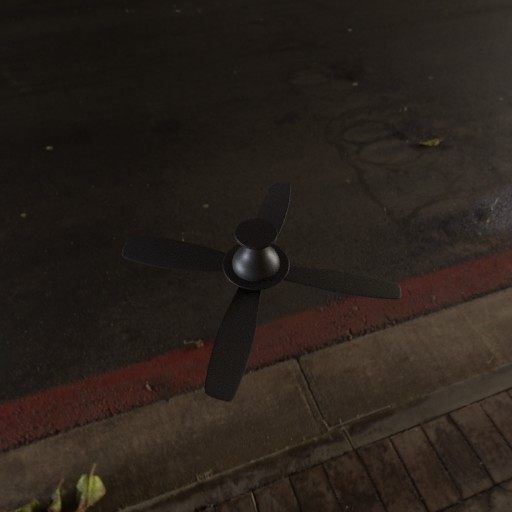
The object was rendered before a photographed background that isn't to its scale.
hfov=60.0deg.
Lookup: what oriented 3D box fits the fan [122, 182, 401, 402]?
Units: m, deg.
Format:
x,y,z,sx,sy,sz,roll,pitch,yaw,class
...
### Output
x,y,z,sx,sy,sz,roll,pitch,yaw,class
0.000,0.000,2.581,1.694,0.382,1.694,9,47,8,fan
